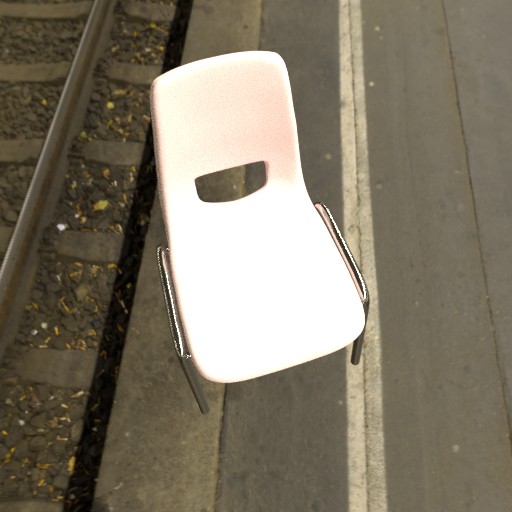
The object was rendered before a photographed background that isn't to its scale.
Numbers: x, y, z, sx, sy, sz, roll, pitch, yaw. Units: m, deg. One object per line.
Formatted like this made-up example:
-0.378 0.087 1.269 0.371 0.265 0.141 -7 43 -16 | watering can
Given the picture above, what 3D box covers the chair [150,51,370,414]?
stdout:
0.000 0.000 0.780 0.354 0.537 0.385 -16 65 -8 | chair
